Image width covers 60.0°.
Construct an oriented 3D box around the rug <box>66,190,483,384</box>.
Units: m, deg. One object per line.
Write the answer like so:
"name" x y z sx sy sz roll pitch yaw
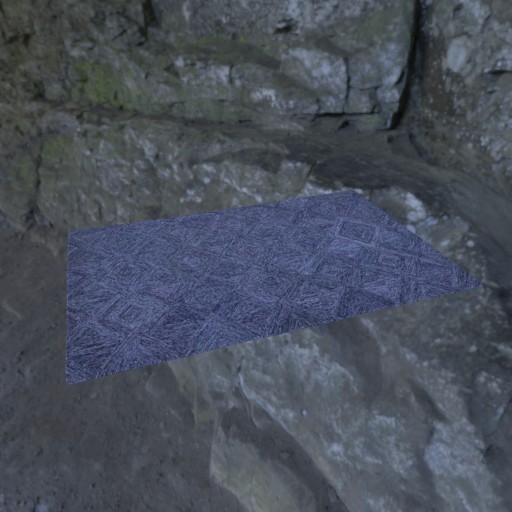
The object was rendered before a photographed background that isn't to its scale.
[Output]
"rug" 0.000 0.000 2.188 1.752 0.013 1.158 -10 33 -17
